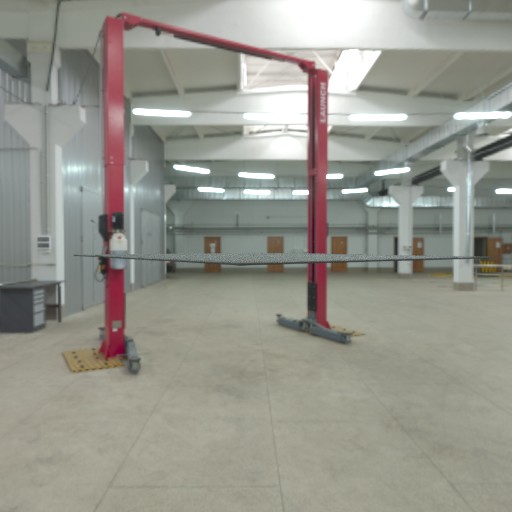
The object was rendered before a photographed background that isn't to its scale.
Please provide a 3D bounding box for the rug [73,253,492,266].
[{"bbox_3d":[0.000,0.000,4.060,2.456,0.021,3.068,-1,1,-36],"label":"rug"}]
